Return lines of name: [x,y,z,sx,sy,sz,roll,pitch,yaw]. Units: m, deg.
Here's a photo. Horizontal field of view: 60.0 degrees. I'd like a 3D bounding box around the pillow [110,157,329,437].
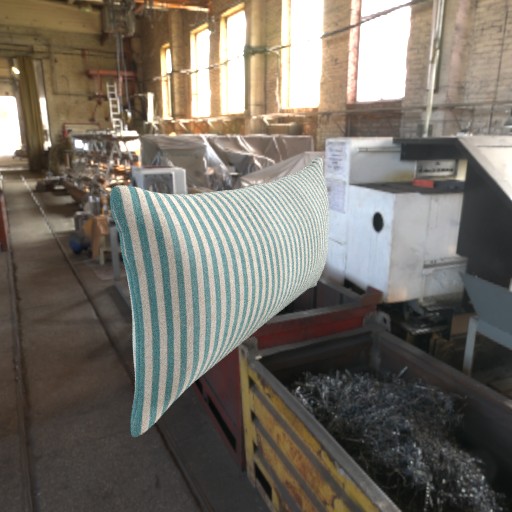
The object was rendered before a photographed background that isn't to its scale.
pillow: [0.000,0.000,0.741,0.151,0.295,0.617,8,17,26]
